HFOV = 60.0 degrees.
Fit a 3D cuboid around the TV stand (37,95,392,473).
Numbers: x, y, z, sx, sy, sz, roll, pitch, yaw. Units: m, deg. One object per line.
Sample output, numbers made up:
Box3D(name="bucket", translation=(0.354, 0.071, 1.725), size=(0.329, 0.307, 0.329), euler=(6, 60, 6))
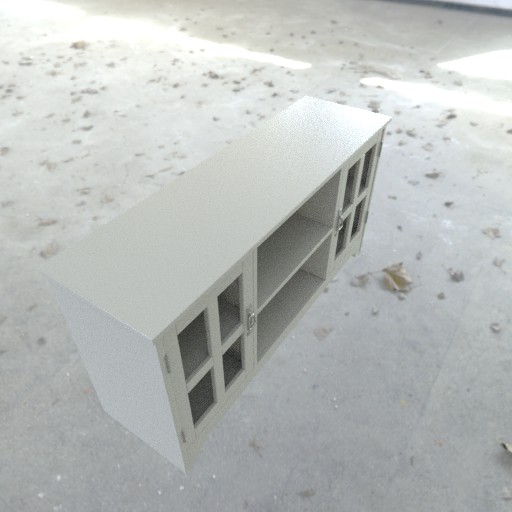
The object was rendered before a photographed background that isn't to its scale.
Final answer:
Box3D(name="TV stand", translation=(0.000, 0.000, 1.440), size=(0.344, 0.603, 1.167), euler=(24, 47, 25))
